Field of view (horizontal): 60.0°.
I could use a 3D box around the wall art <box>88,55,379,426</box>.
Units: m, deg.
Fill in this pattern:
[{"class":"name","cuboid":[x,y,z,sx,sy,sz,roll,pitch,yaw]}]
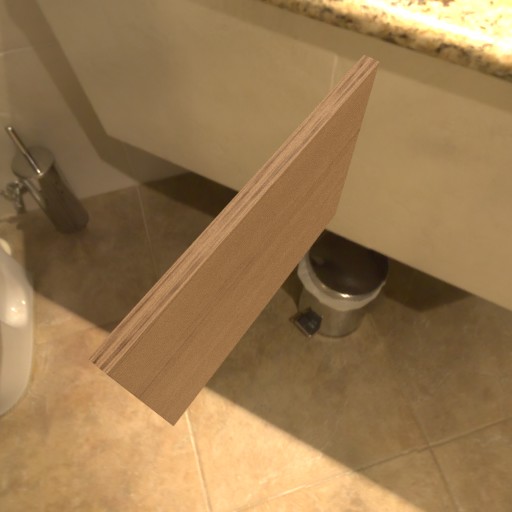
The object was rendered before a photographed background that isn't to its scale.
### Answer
[{"class":"wall art","cuboid":[0.000,0.000,1.094,0.063,0.609,0.841,33,67,16]}]
